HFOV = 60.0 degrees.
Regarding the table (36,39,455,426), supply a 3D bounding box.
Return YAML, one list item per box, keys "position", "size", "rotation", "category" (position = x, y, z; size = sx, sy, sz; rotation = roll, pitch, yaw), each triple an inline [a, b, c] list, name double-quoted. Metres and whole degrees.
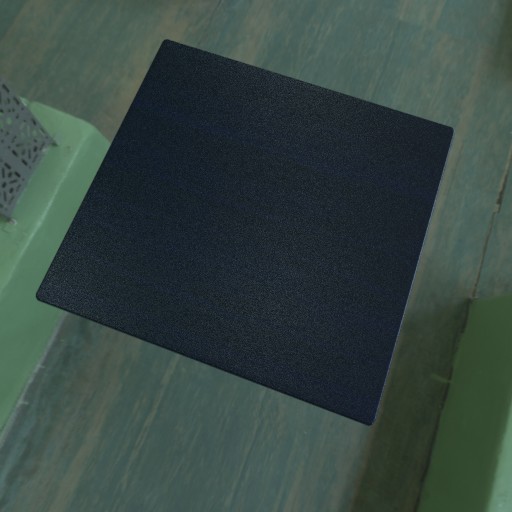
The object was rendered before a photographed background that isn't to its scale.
- position: [0.000, 0.000, 0.974]
  size: [0.533, 0.567, 0.500]
  rotation: [19, 76, 5]
  category: "table"
